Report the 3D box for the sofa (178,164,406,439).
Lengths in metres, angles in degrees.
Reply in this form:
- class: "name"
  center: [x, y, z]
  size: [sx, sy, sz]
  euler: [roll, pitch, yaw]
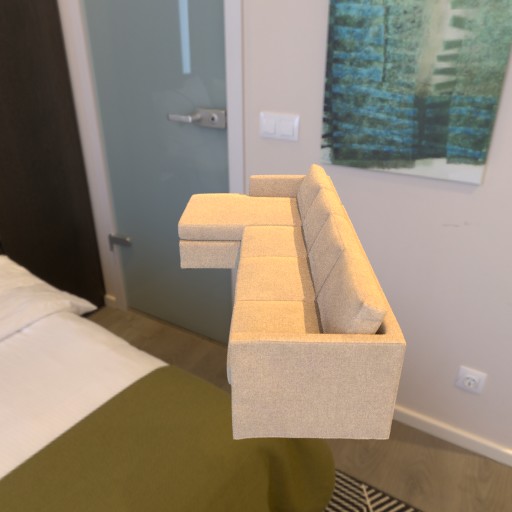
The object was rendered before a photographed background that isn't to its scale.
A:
- class: "sofa"
  center: [0.000, 0.000, 3.848]
  size: [1.638, 0.920, 3.198]
  euler: [1, 26, 1]
